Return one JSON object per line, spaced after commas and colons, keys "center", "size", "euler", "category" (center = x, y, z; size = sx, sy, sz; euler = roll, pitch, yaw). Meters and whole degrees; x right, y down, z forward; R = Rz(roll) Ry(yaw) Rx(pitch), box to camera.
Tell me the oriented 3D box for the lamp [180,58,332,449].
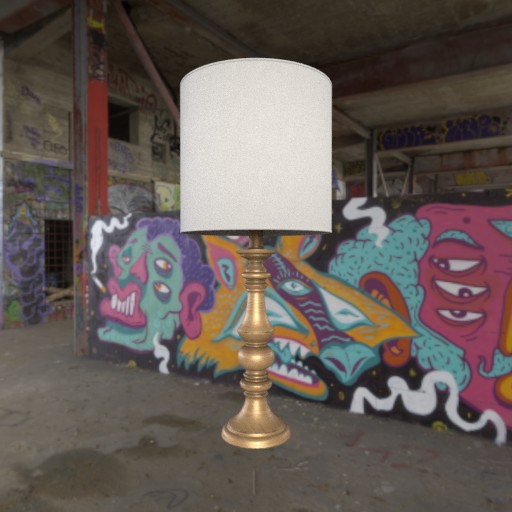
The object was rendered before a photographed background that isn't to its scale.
{"center": [0.000, 0.000, 0.743], "size": [0.250, 0.597, 0.250], "euler": [0, 1, -37], "category": "lamp"}
